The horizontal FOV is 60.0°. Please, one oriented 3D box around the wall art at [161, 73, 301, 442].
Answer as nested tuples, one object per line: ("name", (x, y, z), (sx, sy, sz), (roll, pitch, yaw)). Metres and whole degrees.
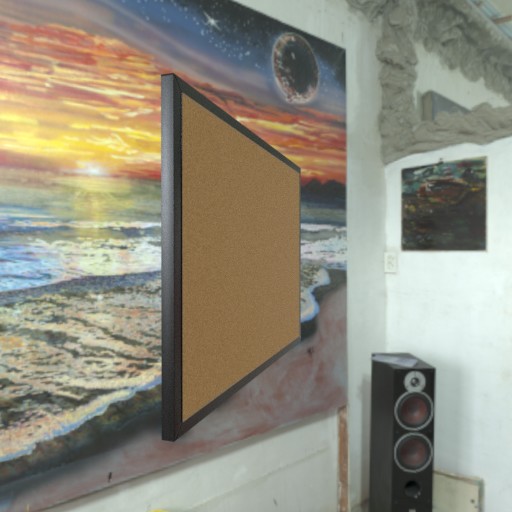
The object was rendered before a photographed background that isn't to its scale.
("wall art", (0.000, 0.000, 0.577), (0.013, 0.306, 0.440), (0, 1, 20))
